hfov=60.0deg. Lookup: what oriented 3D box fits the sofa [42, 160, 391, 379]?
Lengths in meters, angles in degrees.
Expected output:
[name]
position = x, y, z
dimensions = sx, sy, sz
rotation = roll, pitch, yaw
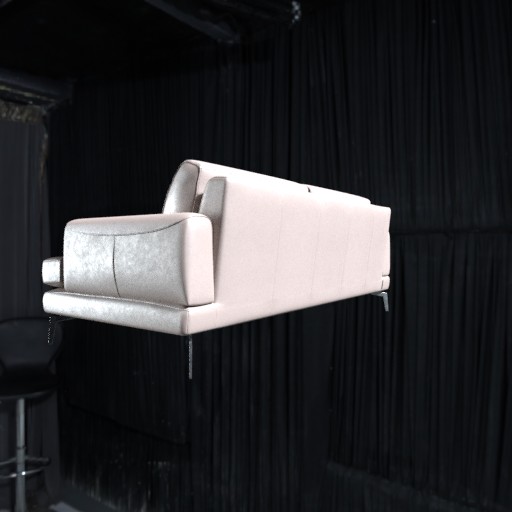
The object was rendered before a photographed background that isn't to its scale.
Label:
[sofa]
position = 0.000, 0.000, 2.460
dimensions = 0.974, 0.765, 1.940
rotation = 1, 2, 36
